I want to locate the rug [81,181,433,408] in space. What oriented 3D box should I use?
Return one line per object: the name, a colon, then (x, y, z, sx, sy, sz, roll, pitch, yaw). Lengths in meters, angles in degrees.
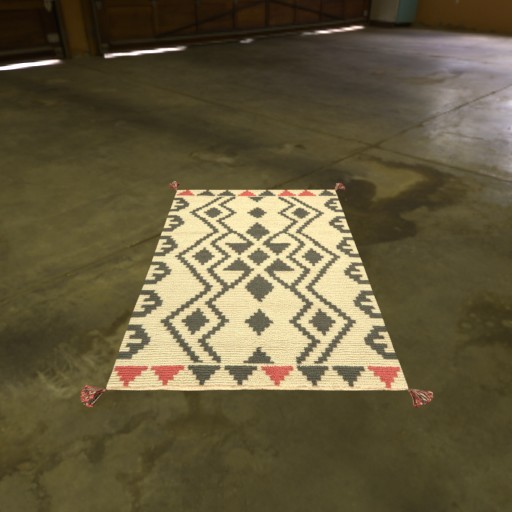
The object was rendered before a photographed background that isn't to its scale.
rug: (0.000, 0.000, 3.238, 1.741, 0.066, 2.672, 0, 32, 0)
